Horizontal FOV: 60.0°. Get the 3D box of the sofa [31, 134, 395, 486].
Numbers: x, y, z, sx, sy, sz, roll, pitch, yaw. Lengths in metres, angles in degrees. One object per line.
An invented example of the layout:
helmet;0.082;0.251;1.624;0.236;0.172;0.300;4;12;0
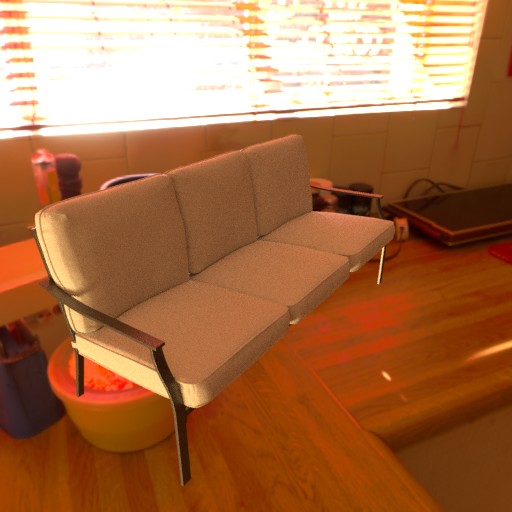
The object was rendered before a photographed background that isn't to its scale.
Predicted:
sofa;0.000;0.000;2.119;0.787;0.860;1.740;18;31;32
